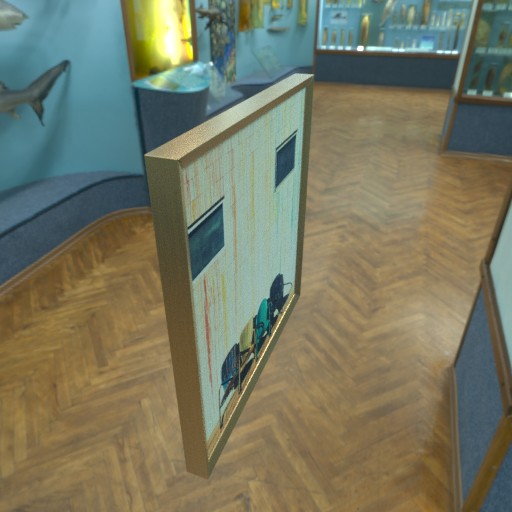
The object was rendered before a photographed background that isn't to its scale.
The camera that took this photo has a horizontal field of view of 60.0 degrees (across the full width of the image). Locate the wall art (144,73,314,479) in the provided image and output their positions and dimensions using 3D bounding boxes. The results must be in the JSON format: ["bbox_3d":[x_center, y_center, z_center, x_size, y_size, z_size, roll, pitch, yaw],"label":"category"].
[{"bbox_3d":[0.000,0.000,0.752,0.037,0.505,0.505,11,33,18],"label":"wall art"}]
